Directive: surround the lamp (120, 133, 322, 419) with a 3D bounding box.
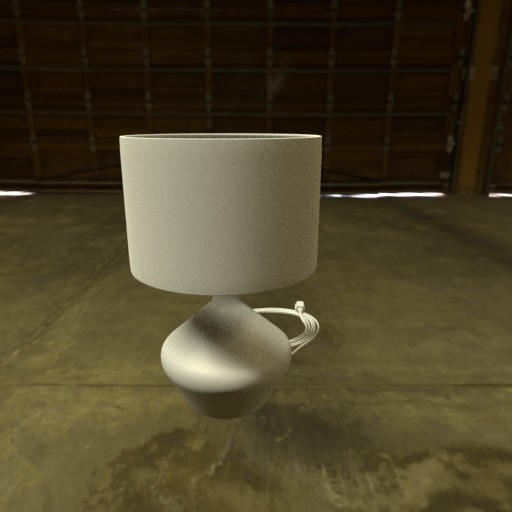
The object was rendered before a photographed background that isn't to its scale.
[{"bbox_3d":[0.000,0.000,0.861,0.546,0.457,0.401,-16,23,-42],"label":"lamp"}]
